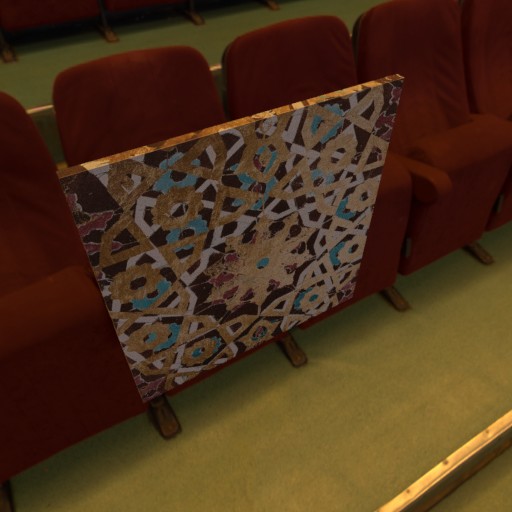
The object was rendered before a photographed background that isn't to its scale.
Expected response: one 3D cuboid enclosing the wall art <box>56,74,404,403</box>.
[{"bbox_3d":[0.000,0.000,1.129,0.757,0.762,0.028,-23,49,-21],"label":"wall art"}]
